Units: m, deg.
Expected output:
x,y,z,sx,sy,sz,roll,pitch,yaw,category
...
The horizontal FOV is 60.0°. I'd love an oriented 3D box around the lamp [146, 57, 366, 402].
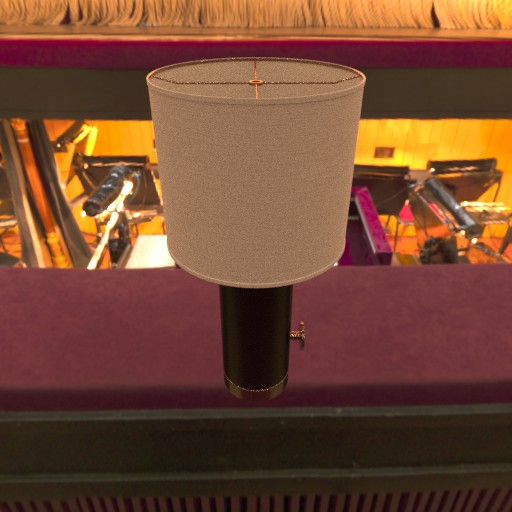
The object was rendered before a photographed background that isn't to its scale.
x,y,z,sx,sy,sz,roll,pitch,yaw,category
0.000,0.000,0.624,0.240,0.482,0.241,0,32,-1,lamp
